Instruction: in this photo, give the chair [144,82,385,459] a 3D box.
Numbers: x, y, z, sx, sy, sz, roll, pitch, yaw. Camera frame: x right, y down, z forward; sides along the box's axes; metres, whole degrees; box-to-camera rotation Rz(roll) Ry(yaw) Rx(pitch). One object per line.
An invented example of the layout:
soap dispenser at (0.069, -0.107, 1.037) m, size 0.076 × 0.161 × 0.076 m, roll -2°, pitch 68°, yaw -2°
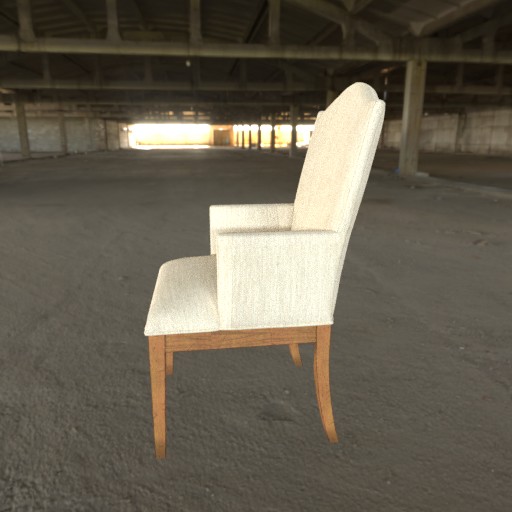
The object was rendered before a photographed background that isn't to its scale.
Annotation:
chair at (0.000, 0.000, 1.373) m, size 0.641 × 1.016 × 0.533 m, roll -2°, pitch 15°, yaw -7°
